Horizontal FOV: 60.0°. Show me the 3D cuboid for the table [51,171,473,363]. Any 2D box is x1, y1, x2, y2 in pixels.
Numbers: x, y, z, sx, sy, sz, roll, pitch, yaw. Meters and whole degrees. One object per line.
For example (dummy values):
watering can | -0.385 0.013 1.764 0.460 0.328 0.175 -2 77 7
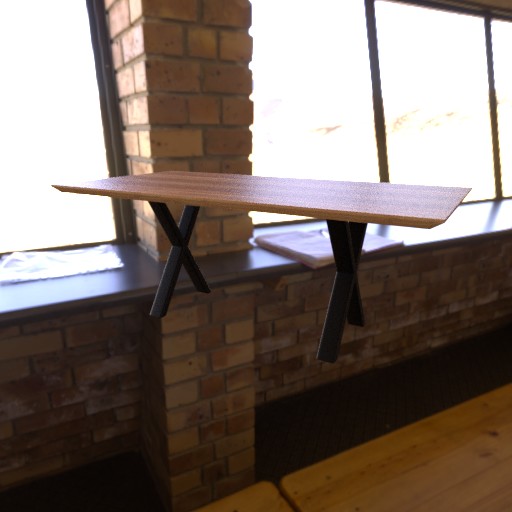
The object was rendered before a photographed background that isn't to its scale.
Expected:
table | 0.000 0.000 2.450 2.000 0.770 1.000 9 18 29
